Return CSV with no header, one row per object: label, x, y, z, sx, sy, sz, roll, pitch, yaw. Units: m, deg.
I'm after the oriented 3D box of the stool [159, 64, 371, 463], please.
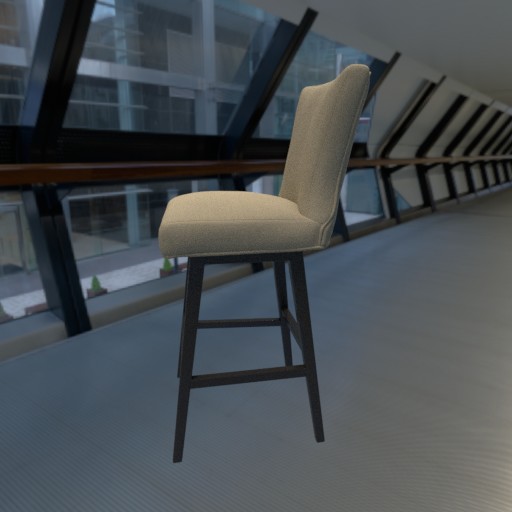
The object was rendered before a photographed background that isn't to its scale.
stool,0.000,0.000,1.426,0.574,1.086,0.514,-2,14,-8
